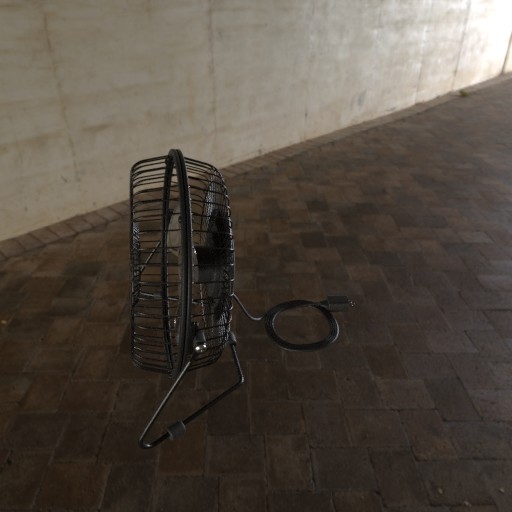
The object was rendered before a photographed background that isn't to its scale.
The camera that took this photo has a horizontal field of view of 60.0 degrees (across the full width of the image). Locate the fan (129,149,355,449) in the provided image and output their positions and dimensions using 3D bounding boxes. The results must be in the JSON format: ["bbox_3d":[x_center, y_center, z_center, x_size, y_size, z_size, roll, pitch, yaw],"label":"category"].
[{"bbox_3d":[0.000,0.000,0.379,0.227,0.188,0.209,-7,31,-12],"label":"fan"}]
